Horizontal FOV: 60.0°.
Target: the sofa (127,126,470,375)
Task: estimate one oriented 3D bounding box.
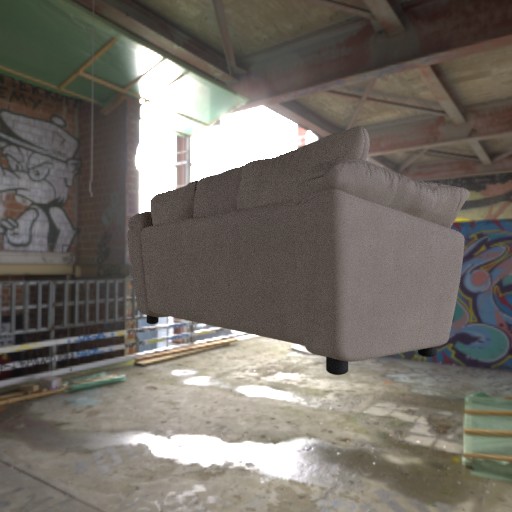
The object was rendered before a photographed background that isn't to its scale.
[{"bbox_3d":[0.000,0.000,2.756,0.878,0.996,2.334,1,-2,-35],"label":"sofa"}]
